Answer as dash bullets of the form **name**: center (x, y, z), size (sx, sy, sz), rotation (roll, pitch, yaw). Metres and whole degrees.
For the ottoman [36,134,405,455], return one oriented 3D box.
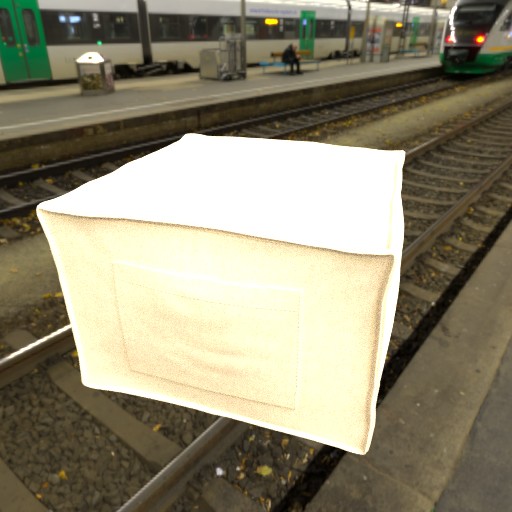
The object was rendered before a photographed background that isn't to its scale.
- **ottoman**: center (0.000, 0.000, 1.137), size (0.707, 0.470, 0.696), rotation (8, 28, 15)
